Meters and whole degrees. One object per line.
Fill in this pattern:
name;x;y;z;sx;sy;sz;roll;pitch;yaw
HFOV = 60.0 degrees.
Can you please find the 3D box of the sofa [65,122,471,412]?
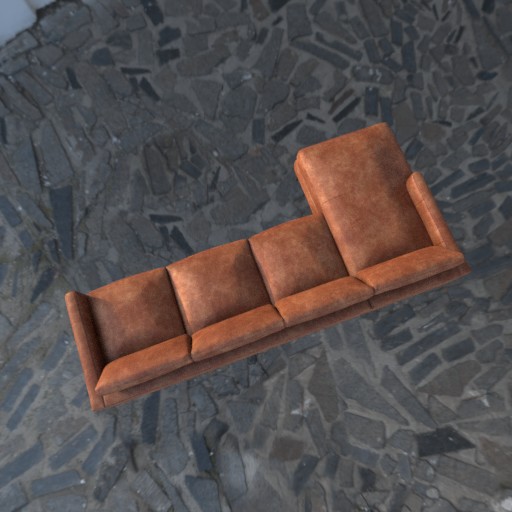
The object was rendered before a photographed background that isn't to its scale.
sofa;0.000;0.000;3.630;2.993;0.859;1.471;-19;77;-5
